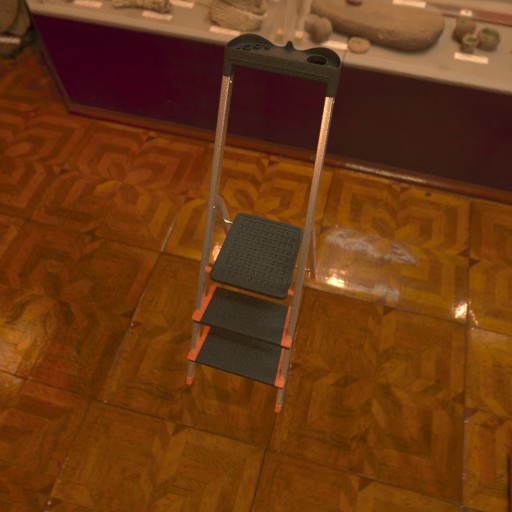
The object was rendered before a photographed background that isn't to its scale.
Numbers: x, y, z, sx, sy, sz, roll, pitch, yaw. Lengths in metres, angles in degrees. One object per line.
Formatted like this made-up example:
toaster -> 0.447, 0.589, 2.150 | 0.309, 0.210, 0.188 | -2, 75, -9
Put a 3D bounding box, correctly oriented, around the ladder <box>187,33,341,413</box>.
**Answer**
ladder -> 0.000, 0.000, 1.505 | 0.416, 1.229, 0.686 | 15, 60, 9
